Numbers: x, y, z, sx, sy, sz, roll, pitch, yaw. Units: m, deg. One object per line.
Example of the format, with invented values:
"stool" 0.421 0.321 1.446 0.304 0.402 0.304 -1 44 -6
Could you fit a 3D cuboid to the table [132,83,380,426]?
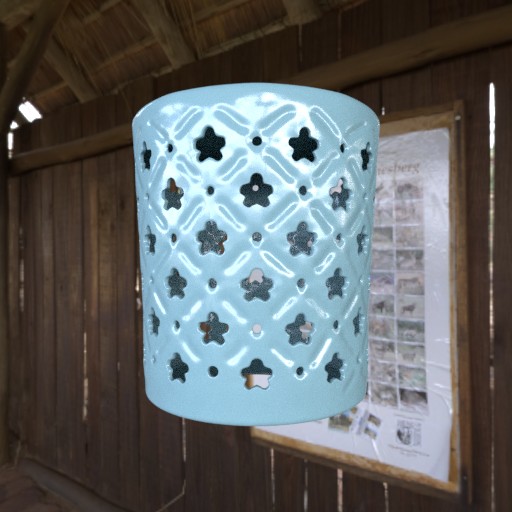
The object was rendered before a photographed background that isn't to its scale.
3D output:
"table" 0.000 0.000 0.654 0.352 0.387 0.352 0 0 0
